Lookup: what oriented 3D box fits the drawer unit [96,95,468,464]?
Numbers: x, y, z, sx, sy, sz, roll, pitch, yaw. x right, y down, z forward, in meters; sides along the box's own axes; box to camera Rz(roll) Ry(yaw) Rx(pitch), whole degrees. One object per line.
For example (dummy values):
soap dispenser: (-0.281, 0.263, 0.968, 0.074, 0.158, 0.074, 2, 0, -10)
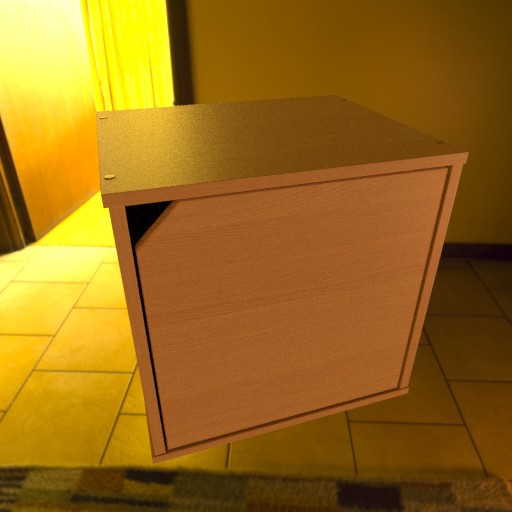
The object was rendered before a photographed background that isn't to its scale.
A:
drawer unit: (0.000, 0.000, 0.600, 0.349, 0.344, 0.290, -9, 32, -15)
